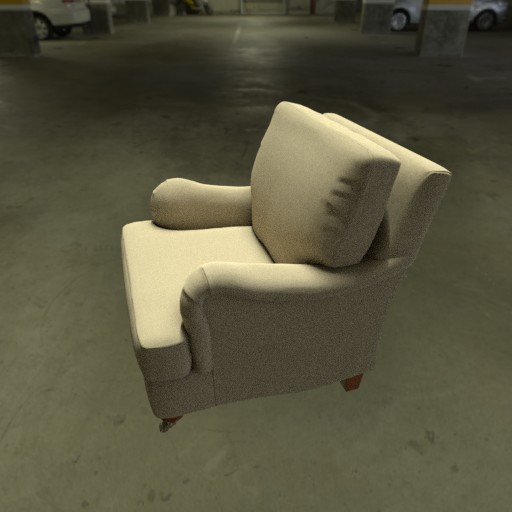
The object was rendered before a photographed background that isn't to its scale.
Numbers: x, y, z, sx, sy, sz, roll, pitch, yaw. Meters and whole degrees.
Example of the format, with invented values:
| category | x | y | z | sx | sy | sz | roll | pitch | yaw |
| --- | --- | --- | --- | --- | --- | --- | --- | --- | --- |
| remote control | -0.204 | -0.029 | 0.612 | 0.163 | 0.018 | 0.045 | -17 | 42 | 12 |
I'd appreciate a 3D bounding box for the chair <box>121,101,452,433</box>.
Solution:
| category | x | y | z | sx | sy | sz | roll | pitch | yaw |
| --- | --- | --- | --- | --- | --- | --- | --- | --- | --- |
| chair | 0.000 | 0.000 | 1.842 | 1.078 | 1.076 | 0.895 | -9 | 32 | -15 |
